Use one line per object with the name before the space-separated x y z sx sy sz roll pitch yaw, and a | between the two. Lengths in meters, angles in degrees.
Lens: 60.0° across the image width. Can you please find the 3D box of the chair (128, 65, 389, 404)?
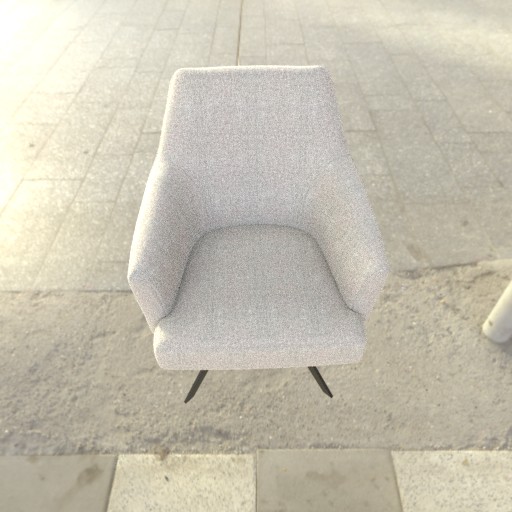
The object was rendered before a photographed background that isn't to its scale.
chair | 0.000 0.000 1.323 0.642 0.874 0.677 -2 46 -2
